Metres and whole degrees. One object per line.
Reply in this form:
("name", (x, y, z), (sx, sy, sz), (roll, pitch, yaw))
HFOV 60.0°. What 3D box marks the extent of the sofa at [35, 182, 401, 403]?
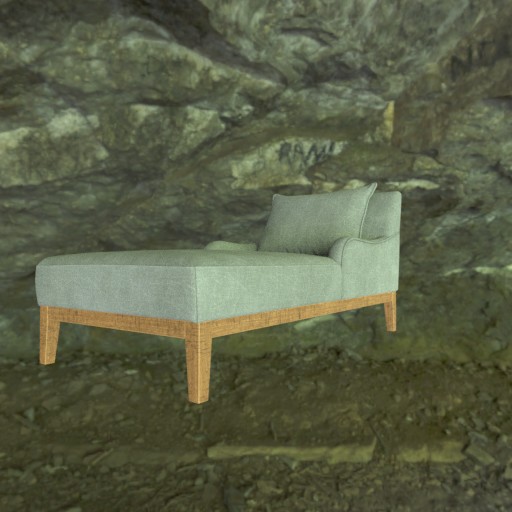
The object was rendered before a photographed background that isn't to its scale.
("sofa", (0.000, 0.000, 2.198), (0.894, 0.859, 1.779), (-1, -1, 36))
